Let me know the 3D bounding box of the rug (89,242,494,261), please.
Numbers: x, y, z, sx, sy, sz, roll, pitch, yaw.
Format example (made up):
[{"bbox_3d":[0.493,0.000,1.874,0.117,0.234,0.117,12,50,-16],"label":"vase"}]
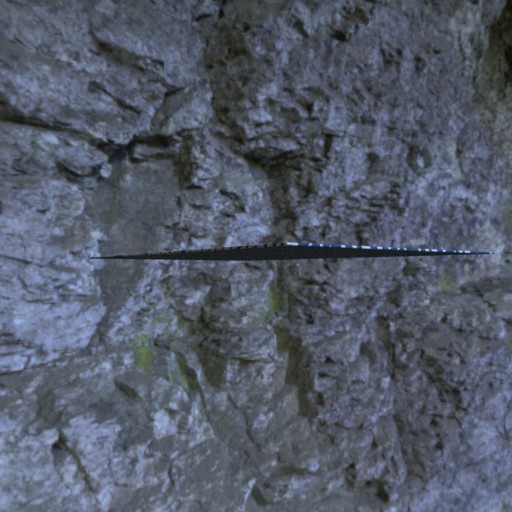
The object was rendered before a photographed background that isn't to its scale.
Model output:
[{"bbox_3d":[0.000,0.000,3.002,1.517,0.011,2.435,1,-2,-36],"label":"rug"}]
